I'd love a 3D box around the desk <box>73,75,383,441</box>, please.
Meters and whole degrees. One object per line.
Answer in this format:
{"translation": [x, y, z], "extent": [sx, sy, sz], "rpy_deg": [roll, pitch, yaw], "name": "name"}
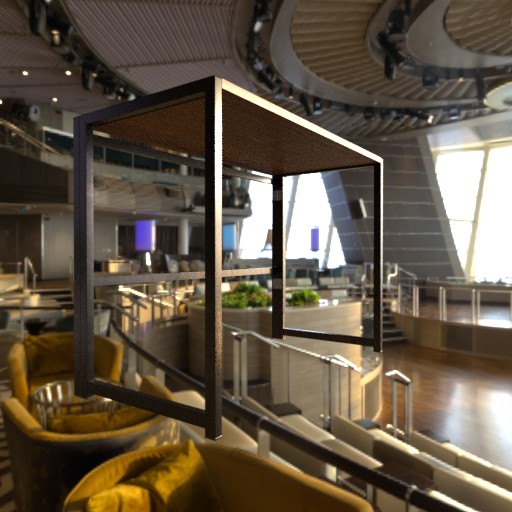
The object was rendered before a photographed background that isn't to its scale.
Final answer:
{"translation": [0.000, 0.000, 1.479], "extent": [0.508, 0.762, 1.016], "rpy_deg": [0, 1, 35], "name": "desk"}
